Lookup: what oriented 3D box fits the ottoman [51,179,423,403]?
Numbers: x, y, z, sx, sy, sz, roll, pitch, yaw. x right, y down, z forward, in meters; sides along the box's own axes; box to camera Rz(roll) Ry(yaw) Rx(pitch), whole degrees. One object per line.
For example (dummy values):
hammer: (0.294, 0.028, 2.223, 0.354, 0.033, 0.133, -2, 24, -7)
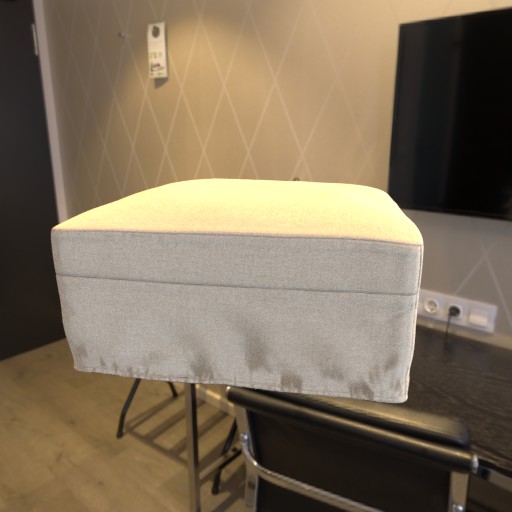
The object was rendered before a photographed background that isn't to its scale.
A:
ottoman: (0.000, 0.000, 1.367, 0.840, 0.436, 0.843, 3, 16, 10)
